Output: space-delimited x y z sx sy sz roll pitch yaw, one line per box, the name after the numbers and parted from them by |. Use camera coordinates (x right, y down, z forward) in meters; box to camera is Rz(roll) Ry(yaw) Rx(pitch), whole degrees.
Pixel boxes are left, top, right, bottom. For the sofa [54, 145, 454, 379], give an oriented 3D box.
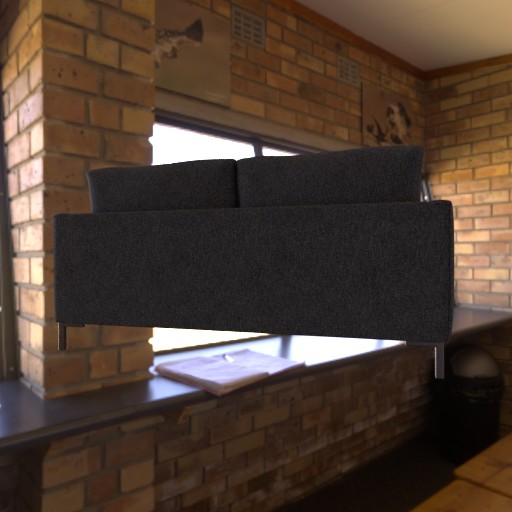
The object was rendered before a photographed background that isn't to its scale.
0.000 0.000 2.186 1.716 0.862 0.866 0 0 17 | sofa
